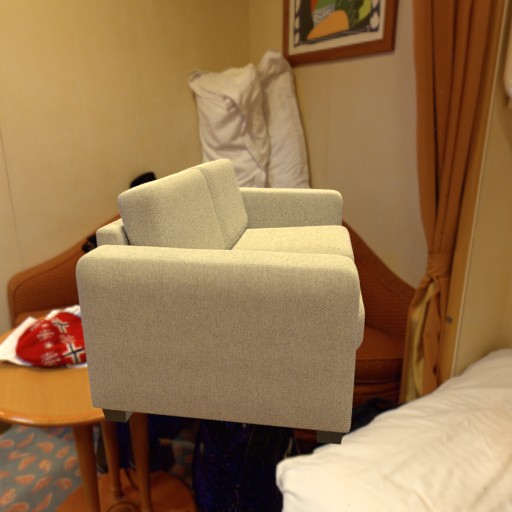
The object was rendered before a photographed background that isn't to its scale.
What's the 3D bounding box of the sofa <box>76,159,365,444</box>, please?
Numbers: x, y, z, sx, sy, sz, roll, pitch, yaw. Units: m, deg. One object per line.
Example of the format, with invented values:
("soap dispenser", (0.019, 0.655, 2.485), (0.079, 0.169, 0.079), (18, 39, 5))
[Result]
("sofa", (0.000, 0.000, 2.044), (0.900, 0.800, 1.540), (3, 17, 8))
